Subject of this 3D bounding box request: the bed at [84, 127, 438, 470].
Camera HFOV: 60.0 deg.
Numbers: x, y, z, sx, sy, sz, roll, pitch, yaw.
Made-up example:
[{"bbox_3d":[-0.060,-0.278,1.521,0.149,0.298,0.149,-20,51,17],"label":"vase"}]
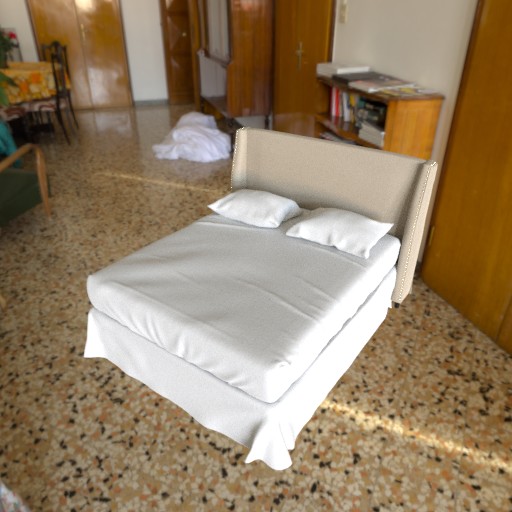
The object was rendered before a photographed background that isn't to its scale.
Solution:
[{"bbox_3d":[0.000,0.000,3.478,1.925,1.332,2.276,20,35,30],"label":"bed"}]
